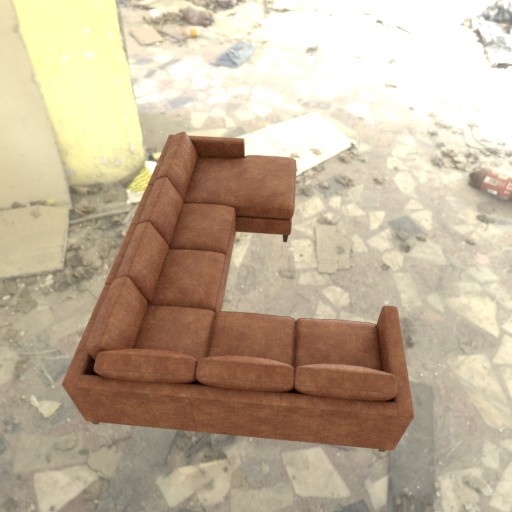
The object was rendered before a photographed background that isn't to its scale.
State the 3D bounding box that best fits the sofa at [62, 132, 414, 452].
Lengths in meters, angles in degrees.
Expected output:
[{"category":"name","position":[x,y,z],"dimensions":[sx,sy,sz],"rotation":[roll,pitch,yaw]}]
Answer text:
[{"category":"sofa","position":[0.000,0.000,4.388],"dimensions":[2.452,0.888,3.324],"rotation":[4,46,4]}]
